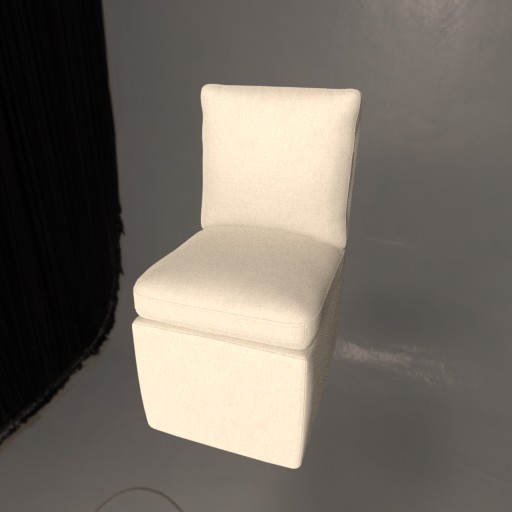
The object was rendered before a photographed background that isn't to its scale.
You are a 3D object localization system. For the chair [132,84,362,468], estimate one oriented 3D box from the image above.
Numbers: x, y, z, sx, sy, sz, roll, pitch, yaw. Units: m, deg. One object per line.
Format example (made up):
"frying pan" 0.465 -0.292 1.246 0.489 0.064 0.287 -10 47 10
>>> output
"chair" 0.000 0.000 1.340 0.503 0.927 0.698 9 28 17
